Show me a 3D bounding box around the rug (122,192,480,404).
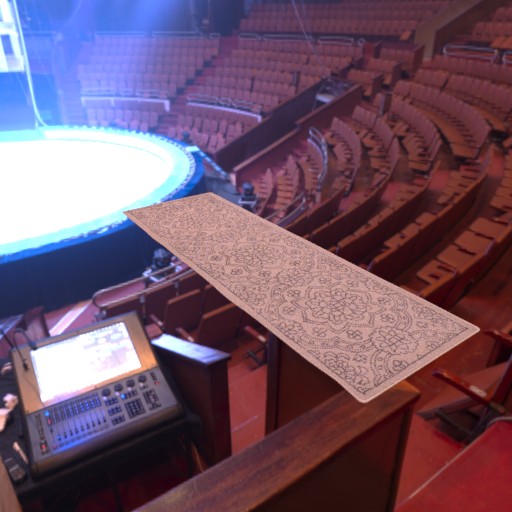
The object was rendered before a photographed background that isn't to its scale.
[{"bbox_3d":[0.000,0.000,2.700,0.806,0.006,2.431,-18,32,-32],"label":"rug"}]
